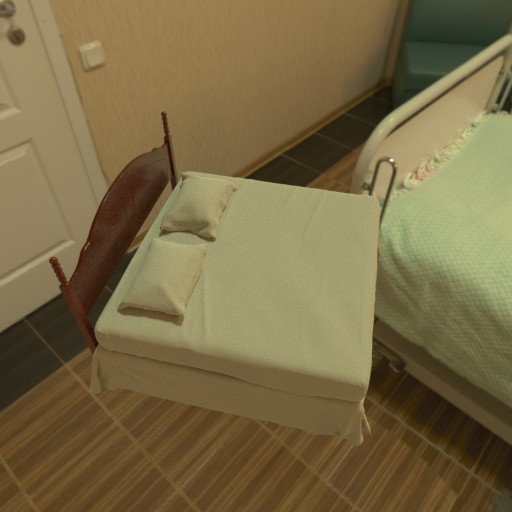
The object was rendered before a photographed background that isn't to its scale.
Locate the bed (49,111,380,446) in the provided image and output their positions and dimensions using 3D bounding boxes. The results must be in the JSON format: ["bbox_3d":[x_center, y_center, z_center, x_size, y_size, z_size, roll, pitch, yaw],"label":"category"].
[{"bbox_3d":[0.000,0.000,3.673,2.219,1.355,2.322,10,47,9],"label":"bed"}]
